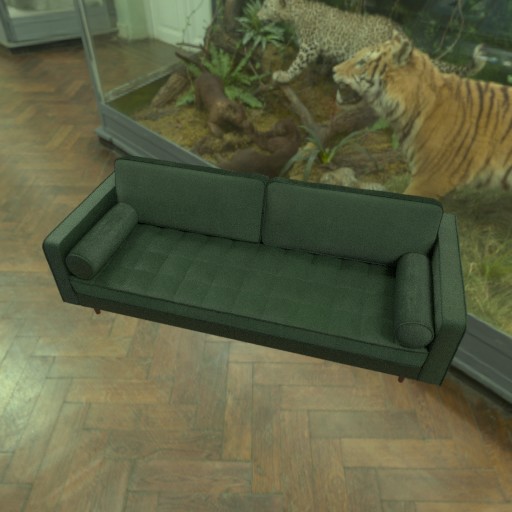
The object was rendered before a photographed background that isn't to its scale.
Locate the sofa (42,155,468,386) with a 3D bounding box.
[{"bbox_3d":[0.000,0.000,2.608,2.199,0.769,0.918,10,42,12],"label":"sofa"}]
